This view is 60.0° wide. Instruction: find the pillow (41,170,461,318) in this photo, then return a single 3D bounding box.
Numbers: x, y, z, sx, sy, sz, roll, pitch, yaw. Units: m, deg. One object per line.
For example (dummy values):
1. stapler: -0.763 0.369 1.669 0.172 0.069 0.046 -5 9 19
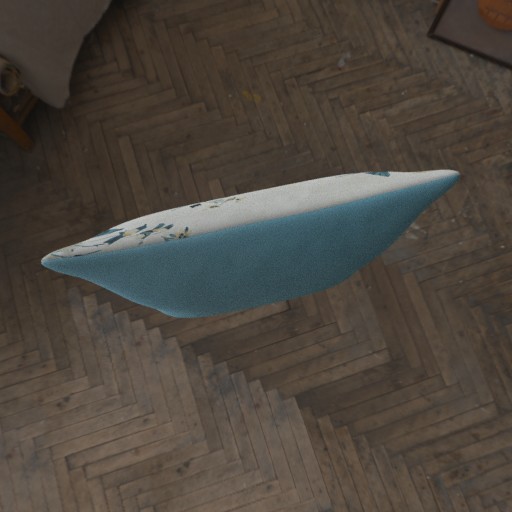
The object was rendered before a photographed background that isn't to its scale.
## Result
1. pillow: 0.000 0.000 0.785 0.526 0.507 0.166 -12 78 -3
